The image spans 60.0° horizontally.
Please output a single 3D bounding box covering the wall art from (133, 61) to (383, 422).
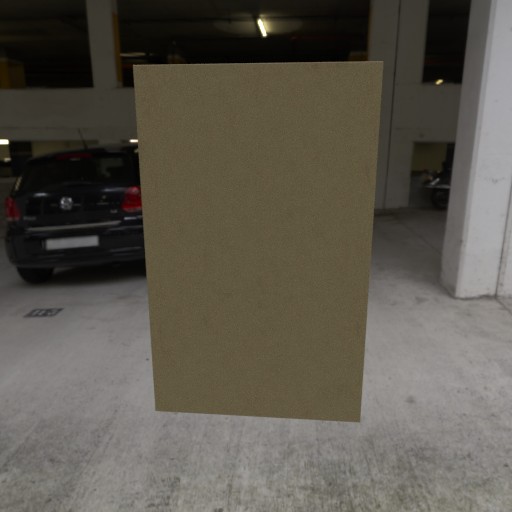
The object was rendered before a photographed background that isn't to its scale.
[{"bbox_3d":[0.000,0.000,1.009,0.510,0.810,0.039,1,15,5],"label":"wall art"}]
